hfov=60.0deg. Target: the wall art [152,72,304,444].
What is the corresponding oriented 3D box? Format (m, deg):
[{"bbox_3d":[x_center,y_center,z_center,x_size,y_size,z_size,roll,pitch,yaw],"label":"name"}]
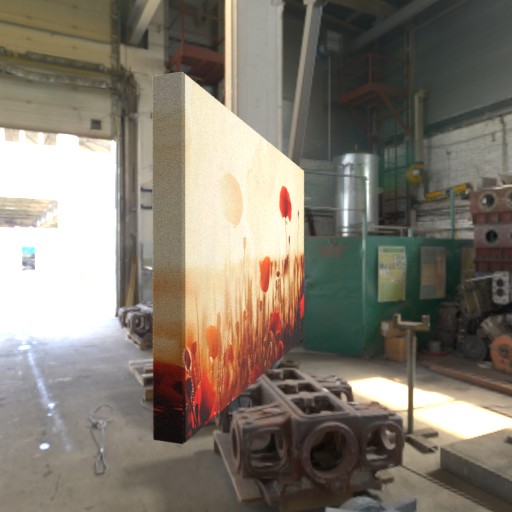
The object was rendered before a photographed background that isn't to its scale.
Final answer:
[{"bbox_3d":[0.000,0.000,0.774,0.040,0.402,0.613,0,1,18],"label":"wall art"}]
